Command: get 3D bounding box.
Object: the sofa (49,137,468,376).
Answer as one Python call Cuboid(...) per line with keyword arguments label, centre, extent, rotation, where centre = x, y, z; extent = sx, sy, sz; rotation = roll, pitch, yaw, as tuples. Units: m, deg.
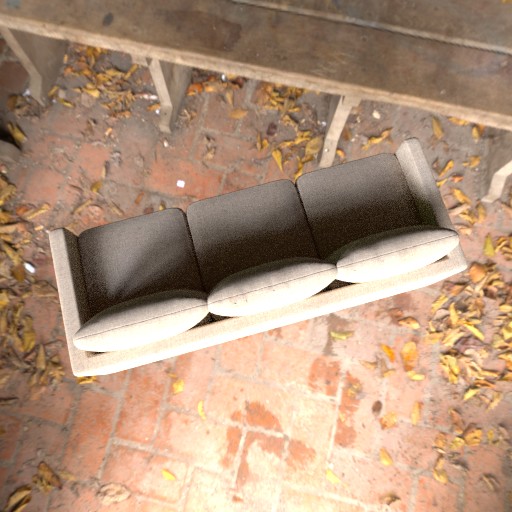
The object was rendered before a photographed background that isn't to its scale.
Cuboid(label="sofa", centre=(0.000, 0.000, 2.686), extent=(2.218, 0.874, 0.859), rotation=(-15, 77, -3))
